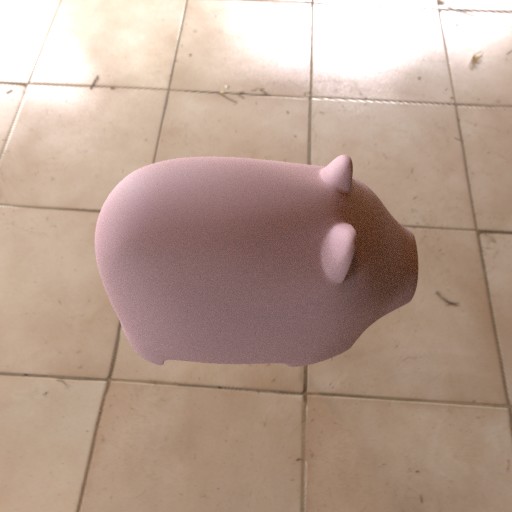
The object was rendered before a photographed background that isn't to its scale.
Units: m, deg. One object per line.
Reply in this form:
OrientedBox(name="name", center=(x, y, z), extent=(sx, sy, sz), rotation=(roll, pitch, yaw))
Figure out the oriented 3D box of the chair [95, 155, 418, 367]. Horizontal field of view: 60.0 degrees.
OrientedBox(name="chair", center=(0.000, 0.000, 0.857), extent=(0.619, 0.423, 0.364), rotation=(2, 64, 1))
